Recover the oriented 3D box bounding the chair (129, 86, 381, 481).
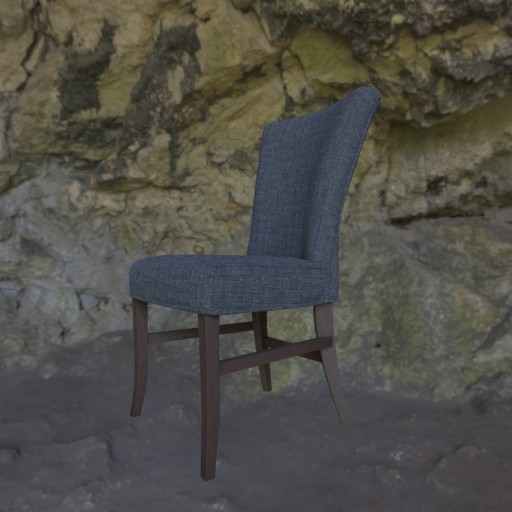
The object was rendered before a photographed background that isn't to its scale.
[{"bbox_3d":[0.000,0.000,1.351,0.660,0.991,0.520,0,0,-35],"label":"chair"}]
